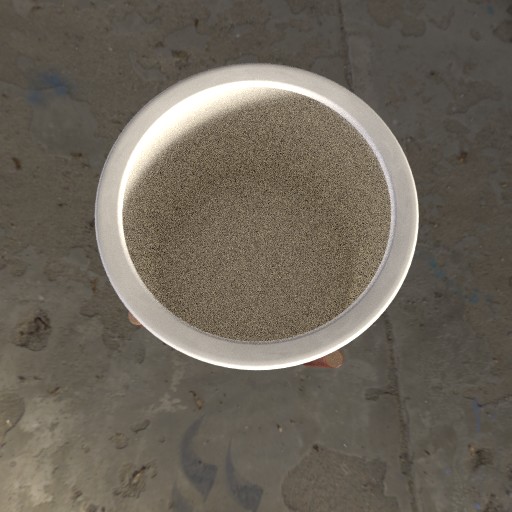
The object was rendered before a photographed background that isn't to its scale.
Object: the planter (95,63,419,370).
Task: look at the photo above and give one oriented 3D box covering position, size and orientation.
[{"bbox_3d":[0.000,0.000,0.853,0.420,0.581,0.421,15,77,4],"label":"planter"}]
